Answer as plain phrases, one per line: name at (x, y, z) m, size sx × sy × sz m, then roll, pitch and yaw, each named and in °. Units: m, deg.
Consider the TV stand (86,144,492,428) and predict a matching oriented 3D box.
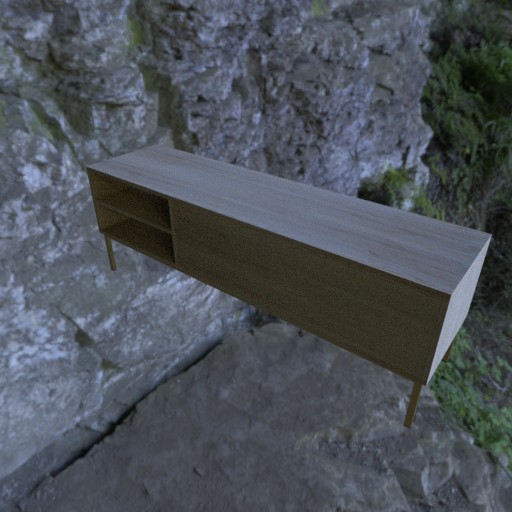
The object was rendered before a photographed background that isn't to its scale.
TV stand at (0.000, 0.000, 1.849) m, size 1.600 × 0.550 × 0.420 m, roll 22°, pitch 37°, yaw 32°
